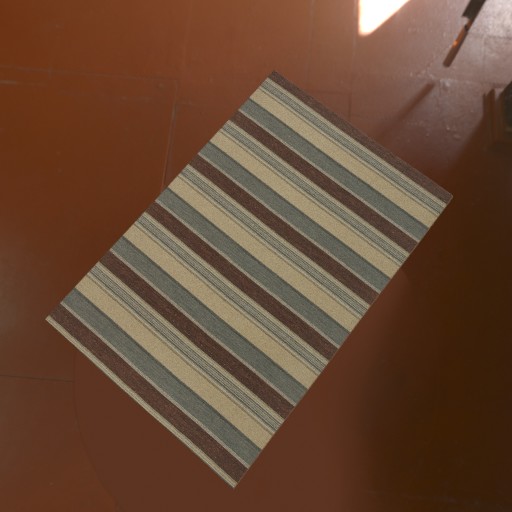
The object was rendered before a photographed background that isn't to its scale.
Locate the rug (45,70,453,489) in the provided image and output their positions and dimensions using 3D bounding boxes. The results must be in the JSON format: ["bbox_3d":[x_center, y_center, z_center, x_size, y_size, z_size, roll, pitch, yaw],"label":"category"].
[{"bbox_3d":[0.000,0.000,2.274,1.219,0.008,1.829,38,79,9],"label":"rug"}]
